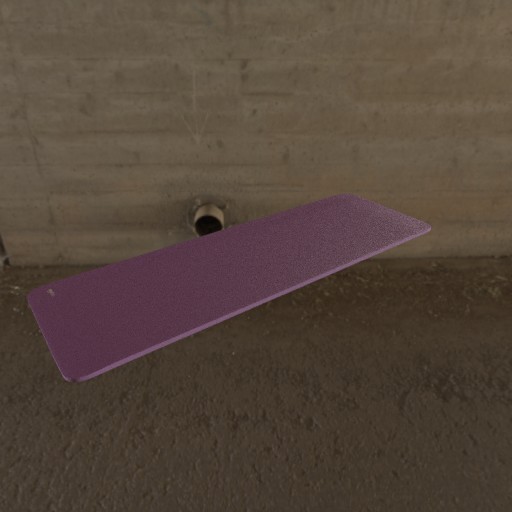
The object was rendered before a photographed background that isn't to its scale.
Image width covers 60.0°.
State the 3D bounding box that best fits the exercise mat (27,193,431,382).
[{"bbox_3d":[0.000,0.000,2.041,1.869,0.021,0.616,-20,35,-31],"label":"exercise mat"}]
